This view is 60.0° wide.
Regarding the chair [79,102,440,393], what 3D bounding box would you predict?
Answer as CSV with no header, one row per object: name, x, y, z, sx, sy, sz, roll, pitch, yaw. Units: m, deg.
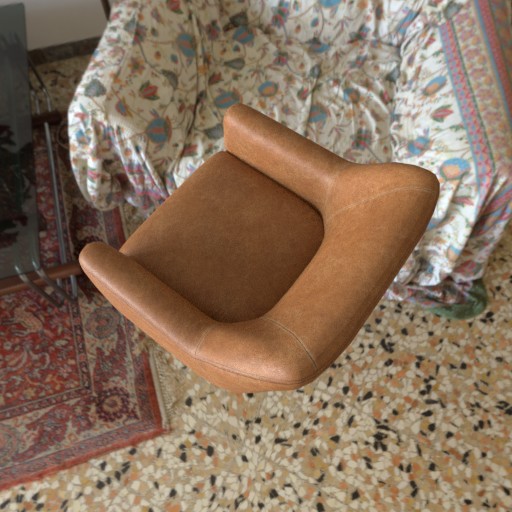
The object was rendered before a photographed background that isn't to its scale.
chair,0.000,0.000,1.888,1.034,0.980,1.037,34,69,15
